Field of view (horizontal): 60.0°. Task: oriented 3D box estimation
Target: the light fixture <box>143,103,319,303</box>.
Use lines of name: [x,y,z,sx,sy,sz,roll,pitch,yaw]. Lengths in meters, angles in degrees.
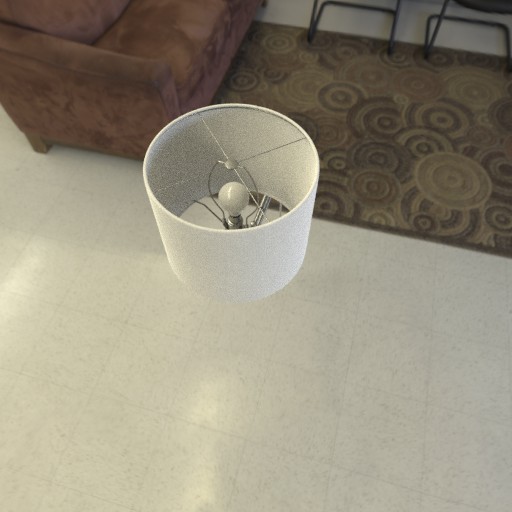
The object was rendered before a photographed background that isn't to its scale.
light fixture: [0.000,0.000,1.048,0.253,0.842,0.479,15,59,10]
